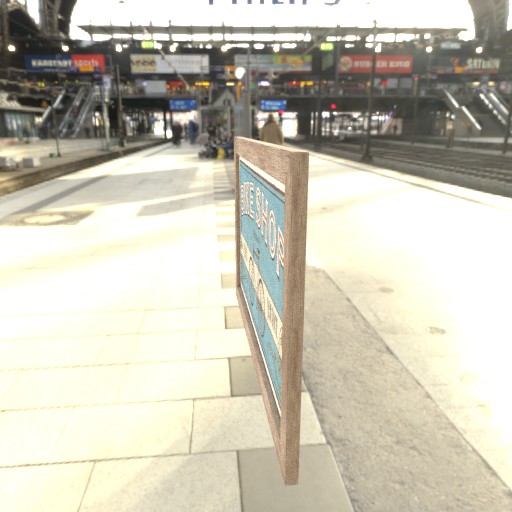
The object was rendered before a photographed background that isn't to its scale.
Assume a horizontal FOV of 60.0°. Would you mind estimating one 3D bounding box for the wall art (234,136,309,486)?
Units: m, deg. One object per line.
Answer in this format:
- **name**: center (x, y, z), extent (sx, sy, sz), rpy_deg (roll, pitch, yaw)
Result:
- **wall art**: center (0.000, 0.000, 0.957), extent (0.021, 0.480, 0.780), rpy_deg (-2, 16, -7)
